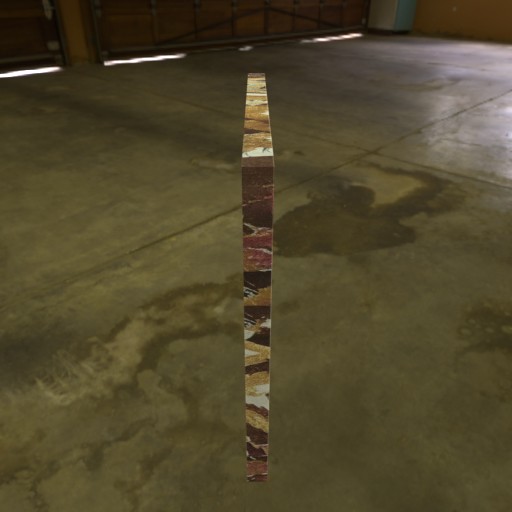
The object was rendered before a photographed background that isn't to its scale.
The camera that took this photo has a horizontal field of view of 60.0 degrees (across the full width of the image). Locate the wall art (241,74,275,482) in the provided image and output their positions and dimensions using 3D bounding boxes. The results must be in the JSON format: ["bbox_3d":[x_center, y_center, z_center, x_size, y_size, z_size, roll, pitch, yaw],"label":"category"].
[{"bbox_3d":[0.000,0.000,0.924,0.041,0.613,0.609,0,32,0],"label":"wall art"}]
